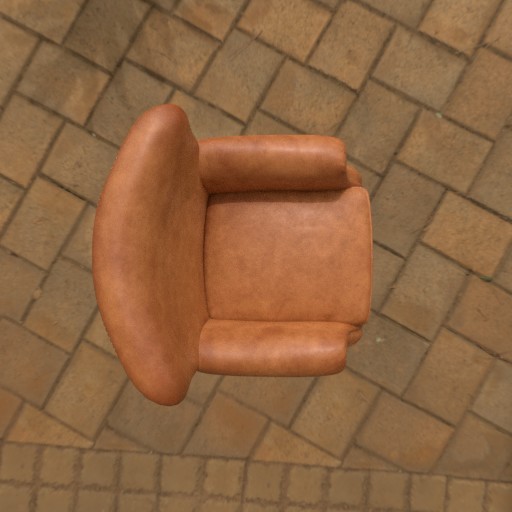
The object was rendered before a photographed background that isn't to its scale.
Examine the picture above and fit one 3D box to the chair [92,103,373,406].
[{"bbox_3d":[0.000,0.000,1.672,0.921,0.936,0.861,0,89,0],"label":"chair"}]
